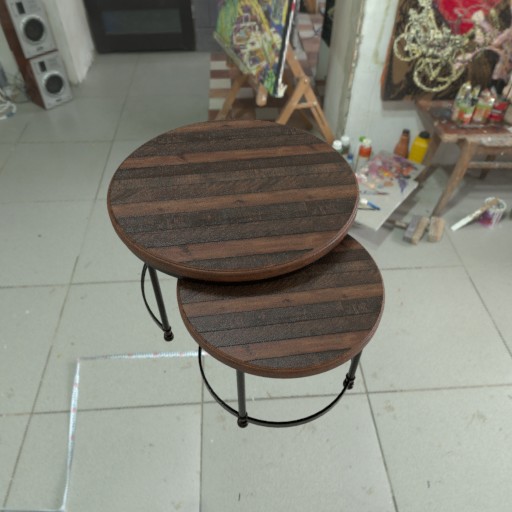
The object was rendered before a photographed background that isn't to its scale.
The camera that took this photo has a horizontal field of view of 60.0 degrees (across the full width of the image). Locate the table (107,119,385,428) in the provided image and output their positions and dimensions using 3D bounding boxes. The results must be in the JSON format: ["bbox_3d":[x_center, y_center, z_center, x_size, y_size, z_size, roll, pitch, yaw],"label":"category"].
[{"bbox_3d":[0.000,0.000,1.651,0.870,0.516,1.152,-25,51,-22],"label":"table"}]
